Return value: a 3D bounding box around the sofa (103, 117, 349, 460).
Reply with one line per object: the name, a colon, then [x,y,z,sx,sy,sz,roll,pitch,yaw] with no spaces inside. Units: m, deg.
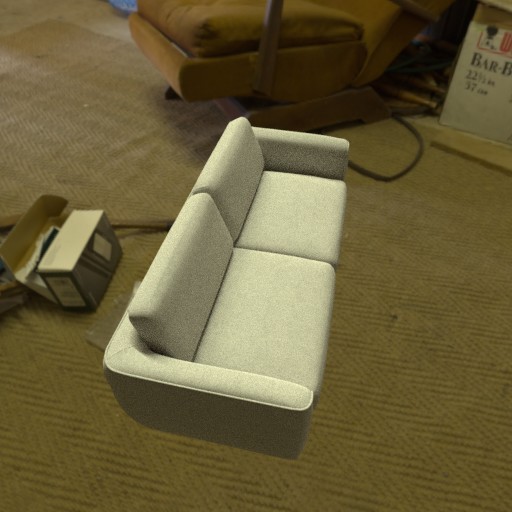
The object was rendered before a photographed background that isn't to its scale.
sofa: [0.000,0.000,2.480,0.920,0.850,2.000,9,46,9]
